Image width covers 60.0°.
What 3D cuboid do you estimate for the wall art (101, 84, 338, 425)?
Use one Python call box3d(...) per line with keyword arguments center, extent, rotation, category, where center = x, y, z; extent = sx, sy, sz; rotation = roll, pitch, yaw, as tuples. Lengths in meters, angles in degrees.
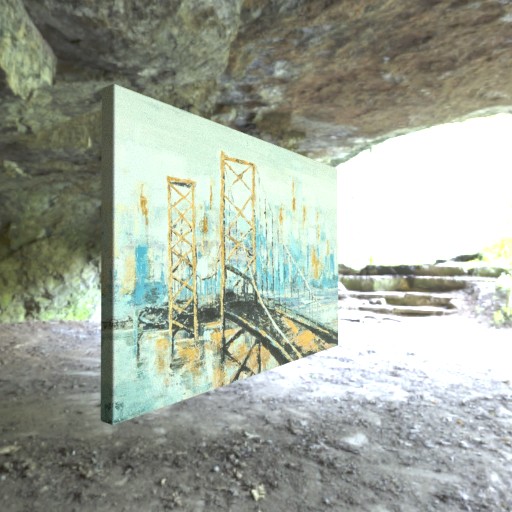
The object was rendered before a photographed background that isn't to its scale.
box3d(center=(0.000, 0.000, 1.167), extent=(0.038, 0.609, 0.913), rotation=(0, -1, 36), category="wall art")
